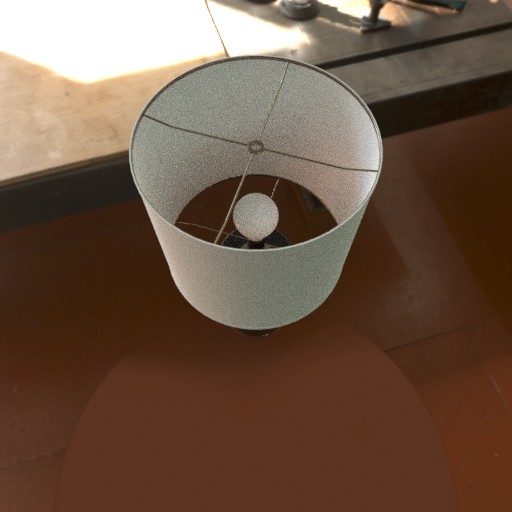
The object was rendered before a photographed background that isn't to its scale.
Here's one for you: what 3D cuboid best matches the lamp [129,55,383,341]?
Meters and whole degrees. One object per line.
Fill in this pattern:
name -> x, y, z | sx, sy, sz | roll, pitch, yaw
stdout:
lamp -> 0.000, 0.000, 0.638 | 0.241, 0.482, 0.240 | 16, 64, 8
